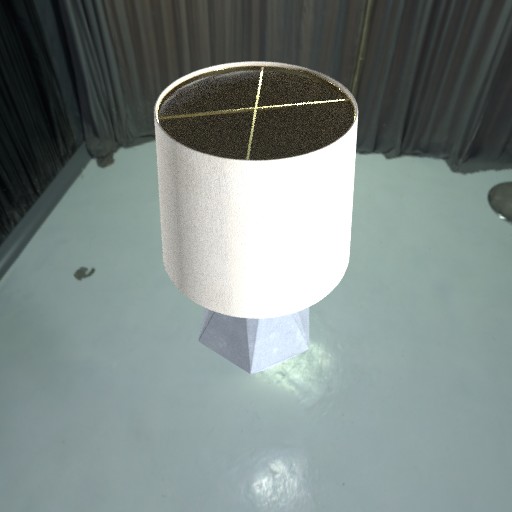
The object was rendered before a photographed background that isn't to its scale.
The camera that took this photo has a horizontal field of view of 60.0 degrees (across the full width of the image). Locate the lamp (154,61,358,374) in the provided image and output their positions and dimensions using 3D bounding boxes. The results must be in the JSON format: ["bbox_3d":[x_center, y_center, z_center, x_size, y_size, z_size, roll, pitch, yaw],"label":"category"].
[{"bbox_3d":[0.000,0.000,0.683,0.276,0.501,0.276,0,46,0],"label":"lamp"}]
